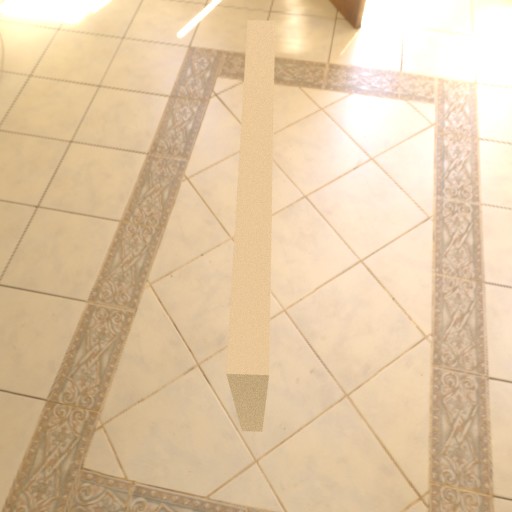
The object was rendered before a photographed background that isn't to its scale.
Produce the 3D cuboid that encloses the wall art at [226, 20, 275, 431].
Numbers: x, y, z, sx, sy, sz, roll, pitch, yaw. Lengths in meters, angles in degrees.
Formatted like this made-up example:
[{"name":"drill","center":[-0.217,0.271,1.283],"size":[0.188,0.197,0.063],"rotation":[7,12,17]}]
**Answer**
[{"name":"wall art","center":[0.000,0.000,0.451],"size":[0.024,0.304,0.304],"rotation":[2,63,1]}]
